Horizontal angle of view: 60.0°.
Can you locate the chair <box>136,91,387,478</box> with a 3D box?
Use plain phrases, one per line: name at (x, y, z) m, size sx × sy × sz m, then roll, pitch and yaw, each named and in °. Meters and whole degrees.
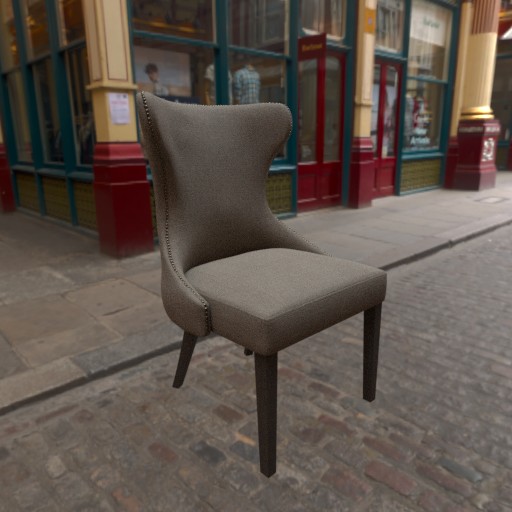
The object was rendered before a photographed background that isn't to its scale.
chair at (0.000, 0.000, 1.393) m, size 0.628 × 0.967 × 0.635 m, roll -14°, pitch 20°, yaw -42°
